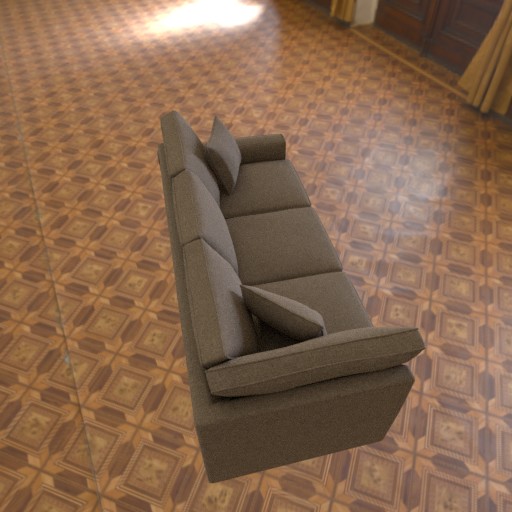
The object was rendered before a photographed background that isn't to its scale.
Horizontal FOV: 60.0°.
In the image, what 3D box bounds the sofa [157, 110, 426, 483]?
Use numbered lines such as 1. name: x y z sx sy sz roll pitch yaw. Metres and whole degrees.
1. sofa: 0.000 0.000 2.851 1.061 0.962 2.317 -9 47 -9
